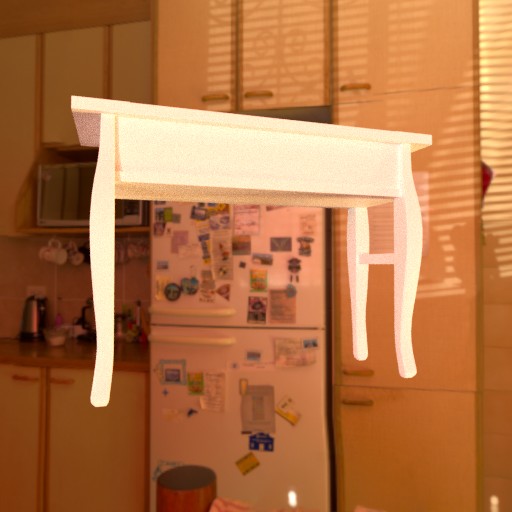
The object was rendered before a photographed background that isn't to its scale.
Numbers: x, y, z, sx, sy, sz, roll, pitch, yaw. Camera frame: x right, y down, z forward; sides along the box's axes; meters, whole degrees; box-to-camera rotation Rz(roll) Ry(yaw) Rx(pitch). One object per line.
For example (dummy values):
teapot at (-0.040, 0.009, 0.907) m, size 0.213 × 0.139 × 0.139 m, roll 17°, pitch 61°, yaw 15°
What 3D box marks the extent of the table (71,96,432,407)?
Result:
table at (0.000, 0.000, 1.406) m, size 1.062 × 0.768 × 0.373 m, roll 0°, pitch -1°, yaw -18°
